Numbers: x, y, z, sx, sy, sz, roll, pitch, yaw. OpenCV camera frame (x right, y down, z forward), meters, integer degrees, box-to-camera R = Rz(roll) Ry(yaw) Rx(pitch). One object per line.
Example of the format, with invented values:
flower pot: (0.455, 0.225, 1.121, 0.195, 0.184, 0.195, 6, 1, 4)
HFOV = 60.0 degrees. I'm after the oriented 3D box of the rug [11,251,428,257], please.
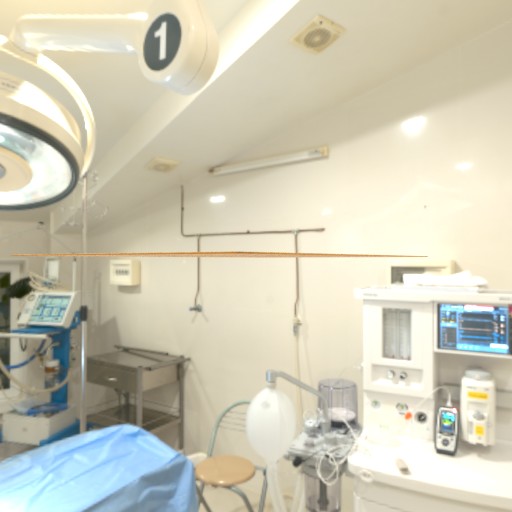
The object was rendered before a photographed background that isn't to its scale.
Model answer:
rug: (0.000, 0.000, 2.857, 1.525, 0.007, 2.336, 0, -1, 36)
